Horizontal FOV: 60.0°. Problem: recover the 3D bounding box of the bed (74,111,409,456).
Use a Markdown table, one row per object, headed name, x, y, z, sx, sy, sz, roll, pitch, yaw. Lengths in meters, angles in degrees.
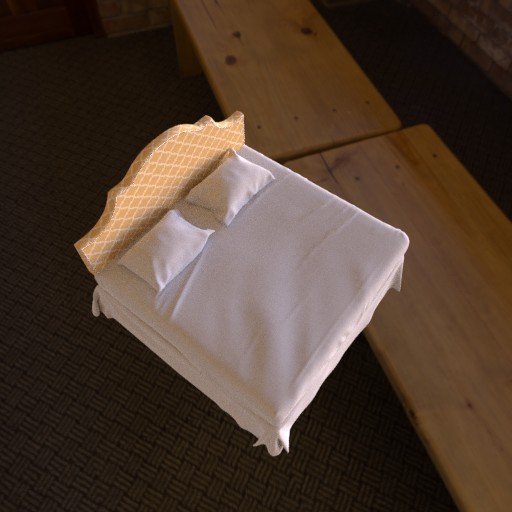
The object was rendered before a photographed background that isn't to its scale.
| name | x | y | z | sx | sy | sz | roll | pitch | yaw |
| --- | --- | --- | --- | --- | --- | --- | --- | --- | --- |
| bed | 0.000 | 0.000 | 3.818 | 2.222 | 1.601 | 2.314 | 33 | 63 | 20 |
